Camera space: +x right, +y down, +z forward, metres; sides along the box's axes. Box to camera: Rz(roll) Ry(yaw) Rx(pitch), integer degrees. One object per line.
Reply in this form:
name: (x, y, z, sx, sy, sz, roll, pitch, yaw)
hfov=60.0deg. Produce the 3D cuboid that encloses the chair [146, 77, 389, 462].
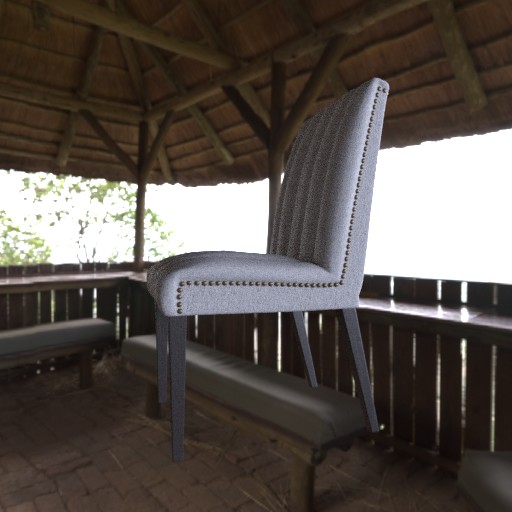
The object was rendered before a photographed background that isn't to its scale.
chair: (0.000, 0.000, 1.388, 0.647, 1.016, 0.511, 0, 1, -17)
